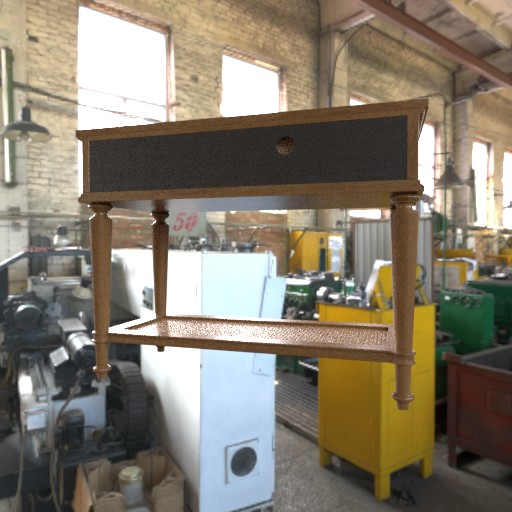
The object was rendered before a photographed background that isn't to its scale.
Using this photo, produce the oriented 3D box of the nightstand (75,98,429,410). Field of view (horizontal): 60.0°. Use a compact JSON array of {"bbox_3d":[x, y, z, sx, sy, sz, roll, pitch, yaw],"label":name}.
[{"bbox_3d":[0.000,0.000,1.310,0.914,0.700,0.432,0,1,17],"label":"nightstand"}]
